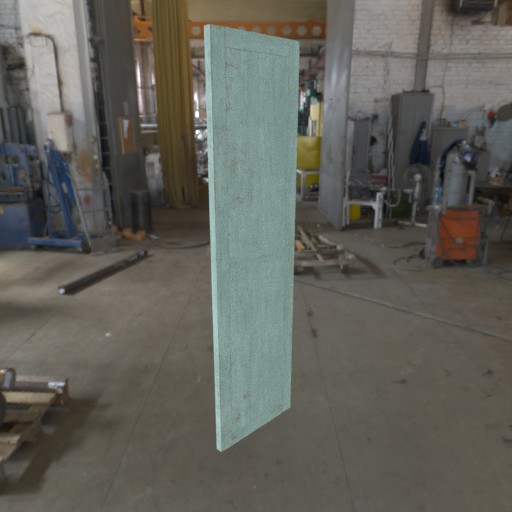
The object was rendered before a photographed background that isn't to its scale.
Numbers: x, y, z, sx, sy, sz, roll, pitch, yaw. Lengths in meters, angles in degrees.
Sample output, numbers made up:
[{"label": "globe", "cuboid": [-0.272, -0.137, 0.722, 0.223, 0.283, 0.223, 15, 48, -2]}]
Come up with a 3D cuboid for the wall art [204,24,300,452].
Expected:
[{"label": "wall art", "cuboid": [0.000, 0.000, 1.341, 0.329, 1.219, 0.025, -16, 23, -42]}]
